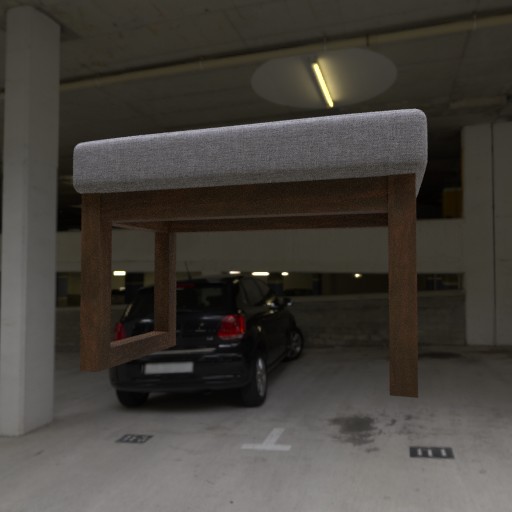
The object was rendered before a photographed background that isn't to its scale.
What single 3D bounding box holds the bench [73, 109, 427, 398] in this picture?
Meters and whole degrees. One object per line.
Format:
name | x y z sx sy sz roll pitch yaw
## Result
bench | 0.000 0.000 0.965 0.681 0.467 0.366 -1 -2 17
